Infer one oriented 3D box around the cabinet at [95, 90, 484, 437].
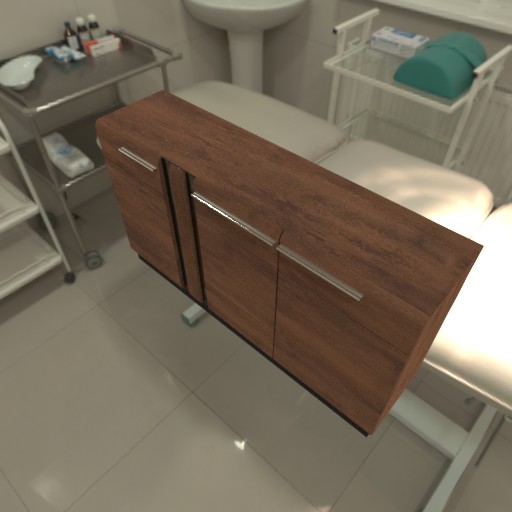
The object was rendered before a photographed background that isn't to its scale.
[{"bbox_3d":[0.000,0.000,2.014,1.600,0.900,0.420,33,55,27],"label":"cabinet"}]
